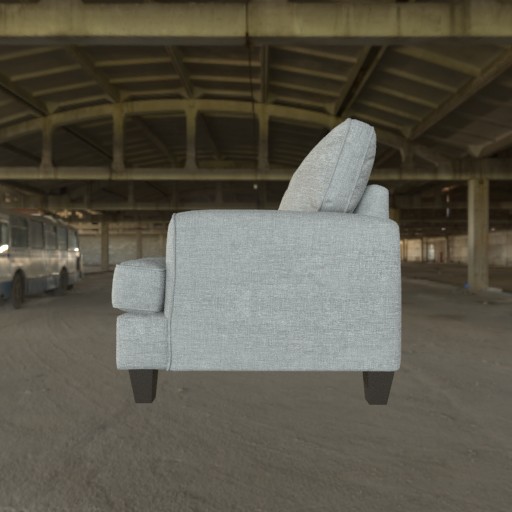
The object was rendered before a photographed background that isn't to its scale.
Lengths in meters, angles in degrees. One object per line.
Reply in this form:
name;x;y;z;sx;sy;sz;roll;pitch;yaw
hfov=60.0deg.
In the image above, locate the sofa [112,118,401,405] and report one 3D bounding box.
sofa;0.000;0.000;2.224;0.965;0.965;1.651;0;1;0
